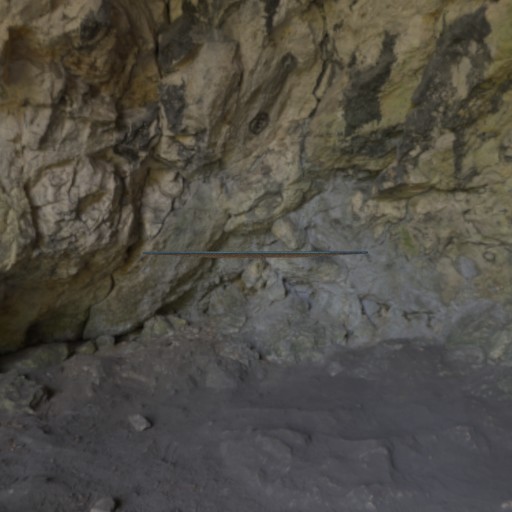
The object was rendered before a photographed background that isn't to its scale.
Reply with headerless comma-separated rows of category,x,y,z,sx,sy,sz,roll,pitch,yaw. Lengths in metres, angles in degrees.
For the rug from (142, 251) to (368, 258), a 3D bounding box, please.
rug,0.000,0.000,2.700,0.760,0.009,2.440,0,-1,0
